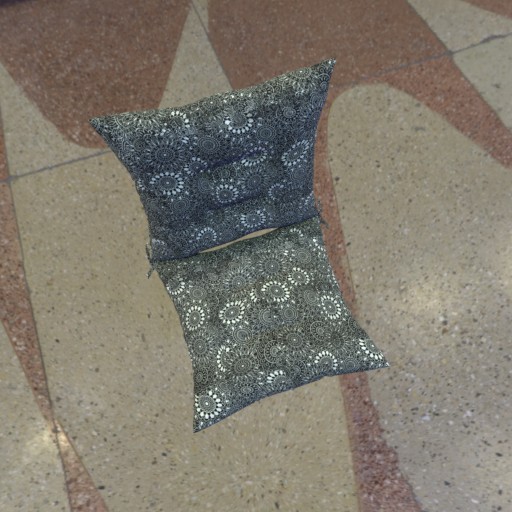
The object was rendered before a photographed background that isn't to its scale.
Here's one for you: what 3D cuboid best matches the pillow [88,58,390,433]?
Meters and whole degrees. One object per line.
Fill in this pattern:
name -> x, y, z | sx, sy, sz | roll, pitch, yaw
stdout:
pillow -> 0.000, 0.000, 0.994 | 0.541, 0.536, 0.585 | -17, 65, -8
